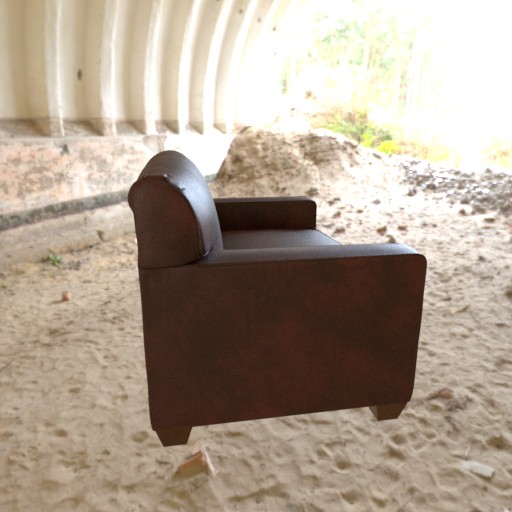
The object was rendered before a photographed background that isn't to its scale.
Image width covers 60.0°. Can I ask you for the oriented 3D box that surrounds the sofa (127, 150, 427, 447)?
[{"bbox_3d":[0.000,0.000,2.092,1.000,0.956,1.413,-3,16,-10],"label":"sofa"}]
